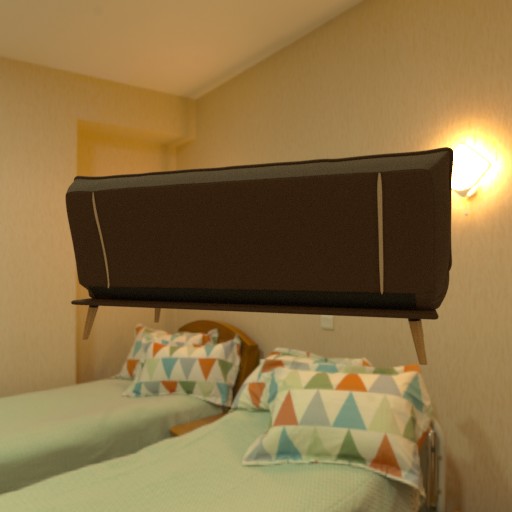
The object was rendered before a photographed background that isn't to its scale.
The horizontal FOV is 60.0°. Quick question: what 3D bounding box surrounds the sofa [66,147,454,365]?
[{"bbox_3d":[0.000,0.000,2.418,1.940,0.890,0.950,0,-1,20],"label":"sofa"}]
